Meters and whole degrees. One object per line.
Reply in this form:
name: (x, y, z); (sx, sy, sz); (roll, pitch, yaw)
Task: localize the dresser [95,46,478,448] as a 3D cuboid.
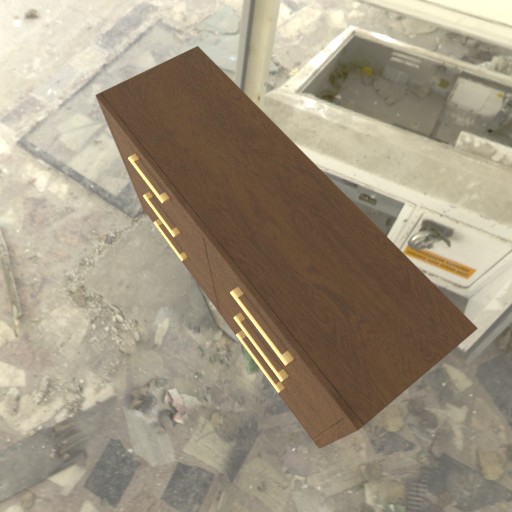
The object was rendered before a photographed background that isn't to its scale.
dresser: (0.000, 0.000, 1.915); (0.512, 0.889, 1.523); (-33, 68, -15)
